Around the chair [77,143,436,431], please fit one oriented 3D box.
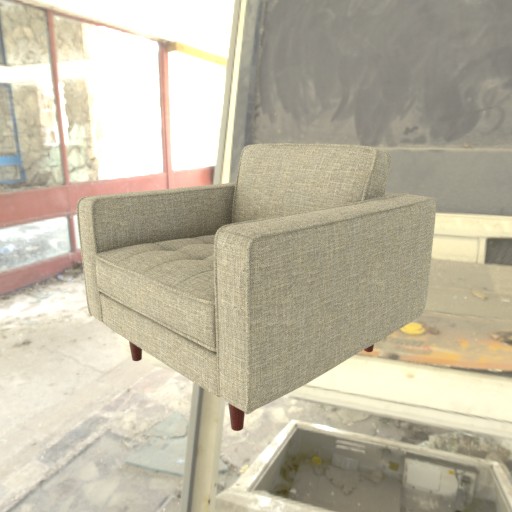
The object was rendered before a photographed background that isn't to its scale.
[{"bbox_3d":[0.000,0.000,1.562,0.914,0.765,0.889,-14,20,-42],"label":"chair"}]
